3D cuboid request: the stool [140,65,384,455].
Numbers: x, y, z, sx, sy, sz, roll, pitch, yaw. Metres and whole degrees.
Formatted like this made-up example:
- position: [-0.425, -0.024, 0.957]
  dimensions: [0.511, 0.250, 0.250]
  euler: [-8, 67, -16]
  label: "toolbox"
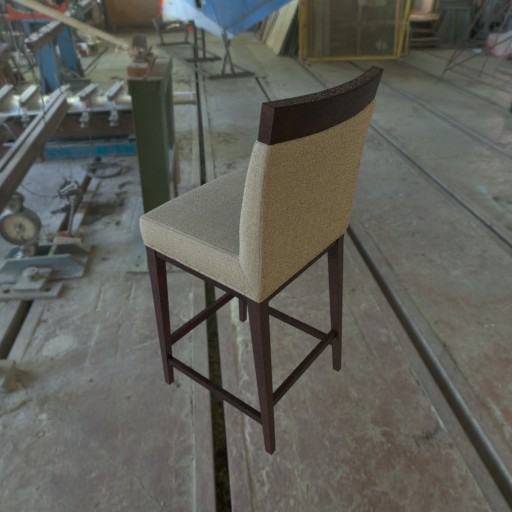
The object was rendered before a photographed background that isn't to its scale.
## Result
- position: [0.000, 0.000, 1.289]
  dimensions: [0.480, 1.011, 0.463]
  euler: [23, 39, 31]
  label: "stool"
